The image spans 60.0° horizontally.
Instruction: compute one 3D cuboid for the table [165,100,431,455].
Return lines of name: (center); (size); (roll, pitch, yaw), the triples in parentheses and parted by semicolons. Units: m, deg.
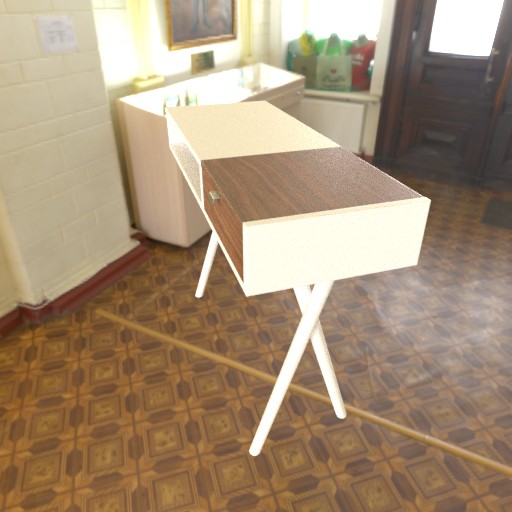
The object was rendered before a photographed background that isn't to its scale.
table: (0.000, 0.000, 1.491); (0.418, 0.785, 1.066); (-9, 32, -15)
